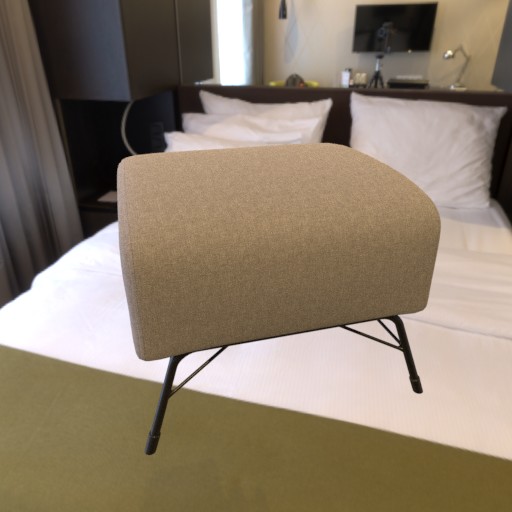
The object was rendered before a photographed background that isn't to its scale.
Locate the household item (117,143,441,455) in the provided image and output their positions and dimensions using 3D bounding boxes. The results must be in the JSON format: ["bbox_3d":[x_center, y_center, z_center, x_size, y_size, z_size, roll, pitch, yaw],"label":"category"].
[{"bbox_3d":[0.000,0.000,0.930,0.530,0.410,0.530,-7,27,-14],"label":"household item"}]
